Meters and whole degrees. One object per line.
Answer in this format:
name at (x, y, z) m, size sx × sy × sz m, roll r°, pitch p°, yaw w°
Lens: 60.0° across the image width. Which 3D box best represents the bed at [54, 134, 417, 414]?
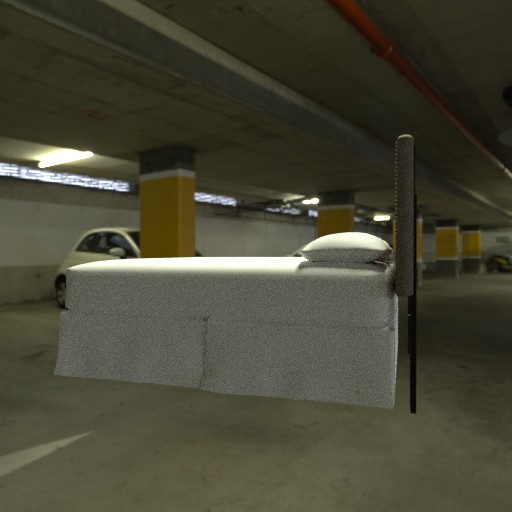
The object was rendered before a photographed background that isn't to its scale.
bed at (0.000, 0.000, 3.214) m, size 2.153 × 1.518 × 1.713 m, roll 0°, pitch 1°, yaw 18°
